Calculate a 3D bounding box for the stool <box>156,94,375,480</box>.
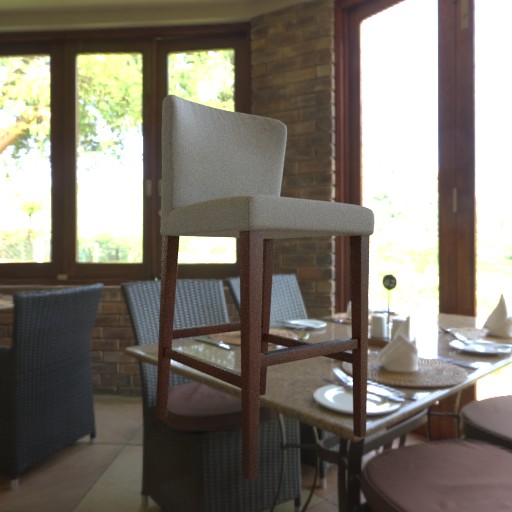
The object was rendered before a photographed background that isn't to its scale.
[{"bbox_3d":[0.000,0.000,1.389,0.479,1.069,0.568,0,0,-37],"label":"stool"}]
